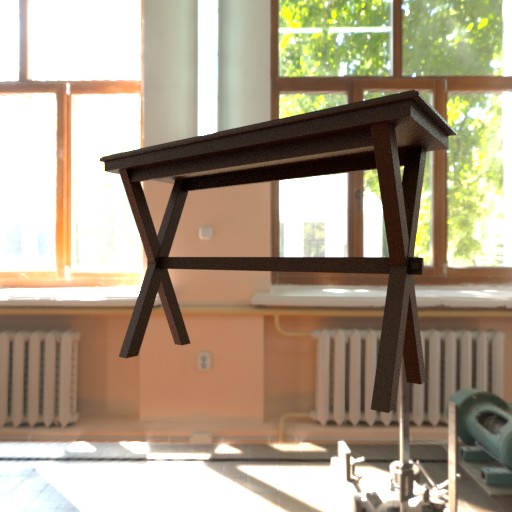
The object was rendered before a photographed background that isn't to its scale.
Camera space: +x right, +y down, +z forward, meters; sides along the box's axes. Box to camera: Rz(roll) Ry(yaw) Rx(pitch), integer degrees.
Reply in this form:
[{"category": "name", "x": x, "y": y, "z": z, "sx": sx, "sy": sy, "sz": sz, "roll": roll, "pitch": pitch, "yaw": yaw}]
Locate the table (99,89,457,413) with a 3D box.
[{"category": "table", "x": 0.000, "y": 0.000, "z": 1.519, "sx": 1.197, "sy": 0.763, "sz": 0.399, "roll": 0, "pitch": 0, "yaw": 36}]
